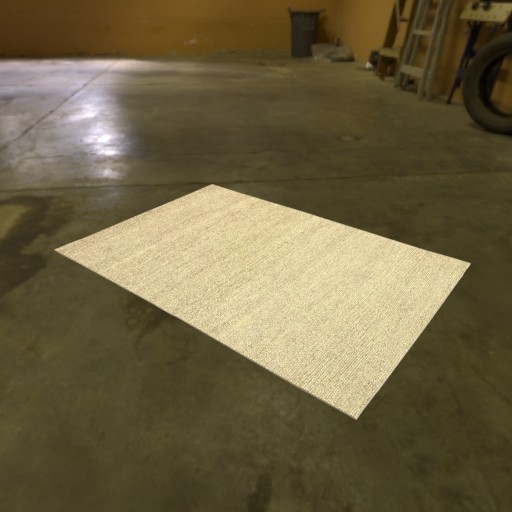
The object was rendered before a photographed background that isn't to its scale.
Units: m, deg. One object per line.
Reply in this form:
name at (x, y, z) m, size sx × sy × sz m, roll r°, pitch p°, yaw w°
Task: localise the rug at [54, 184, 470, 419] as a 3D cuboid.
rug at (0.000, 0.000, 3.000) m, size 2.342 × 0.030 × 1.609 m, roll 22°, pitch 36°, yaw 33°
